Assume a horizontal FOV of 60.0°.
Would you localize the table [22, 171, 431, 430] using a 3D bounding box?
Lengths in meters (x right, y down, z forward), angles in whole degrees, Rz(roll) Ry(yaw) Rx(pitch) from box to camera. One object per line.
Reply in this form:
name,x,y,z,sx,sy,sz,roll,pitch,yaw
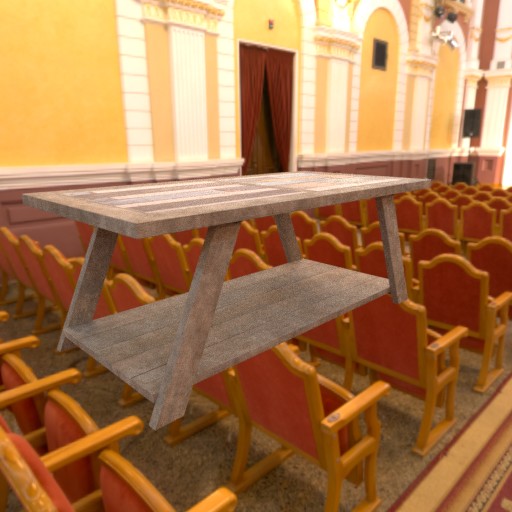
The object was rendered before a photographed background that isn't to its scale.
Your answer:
table,0.000,0.000,1.490,1.219,0.470,0.610,-14,21,-43
